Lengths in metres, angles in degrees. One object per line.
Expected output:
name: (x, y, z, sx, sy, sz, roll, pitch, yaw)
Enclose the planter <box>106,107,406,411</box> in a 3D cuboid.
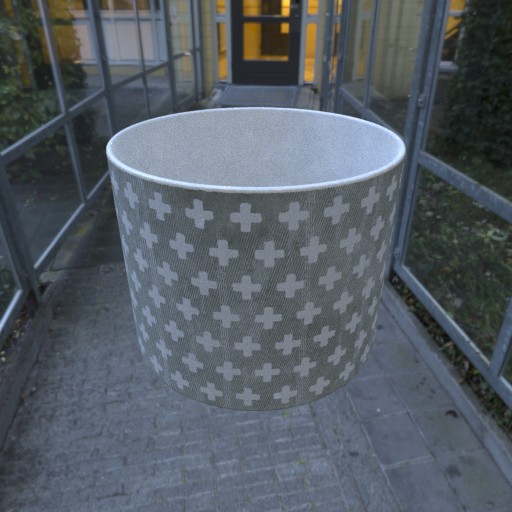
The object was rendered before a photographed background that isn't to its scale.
planter: (0.000, 0.000, 0.443, 0.250, 0.239, 0.250, 0, 30, 0)
